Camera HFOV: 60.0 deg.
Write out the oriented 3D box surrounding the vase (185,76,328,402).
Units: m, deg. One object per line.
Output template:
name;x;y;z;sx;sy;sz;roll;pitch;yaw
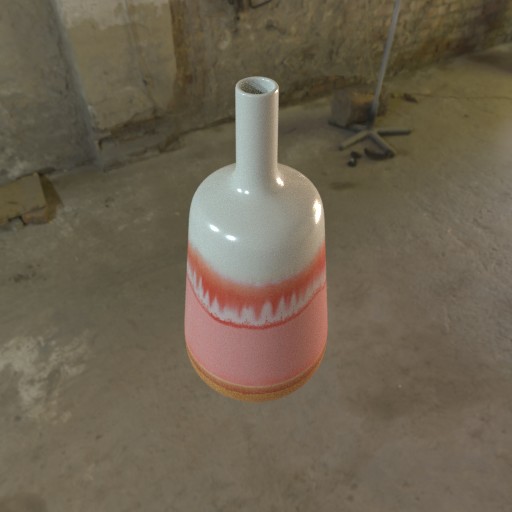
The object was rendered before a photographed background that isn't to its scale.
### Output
vase;0.000;0.000;0.374;0.144;0.296;0.144;0;47;0
